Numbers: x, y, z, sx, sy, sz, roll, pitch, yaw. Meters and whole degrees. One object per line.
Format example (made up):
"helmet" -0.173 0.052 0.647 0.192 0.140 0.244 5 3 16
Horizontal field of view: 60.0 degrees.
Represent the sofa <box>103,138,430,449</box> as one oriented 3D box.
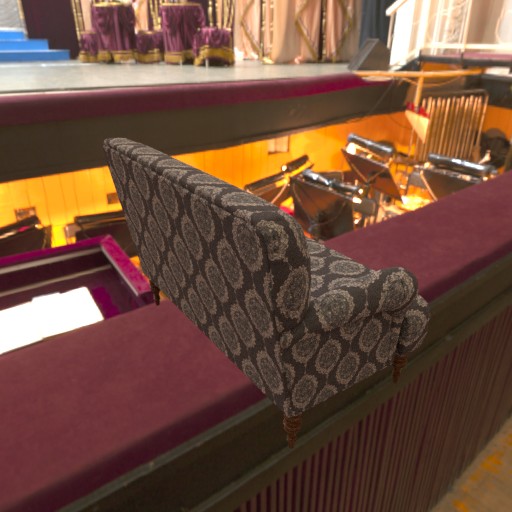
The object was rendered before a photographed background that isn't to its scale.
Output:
"sofa" 0.000 0.000 1.822 0.779 0.867 1.297 -18 32 -31
